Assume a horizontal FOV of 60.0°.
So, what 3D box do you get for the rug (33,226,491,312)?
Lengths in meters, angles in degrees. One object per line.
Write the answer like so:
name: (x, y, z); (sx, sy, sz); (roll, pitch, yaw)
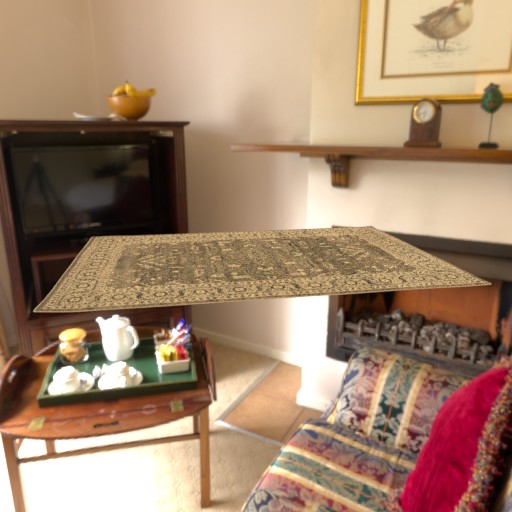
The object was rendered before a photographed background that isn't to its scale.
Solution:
rug: (0.000, 0.000, 2.295); (1.828, 0.019, 1.209); (-3, 16, -10)
